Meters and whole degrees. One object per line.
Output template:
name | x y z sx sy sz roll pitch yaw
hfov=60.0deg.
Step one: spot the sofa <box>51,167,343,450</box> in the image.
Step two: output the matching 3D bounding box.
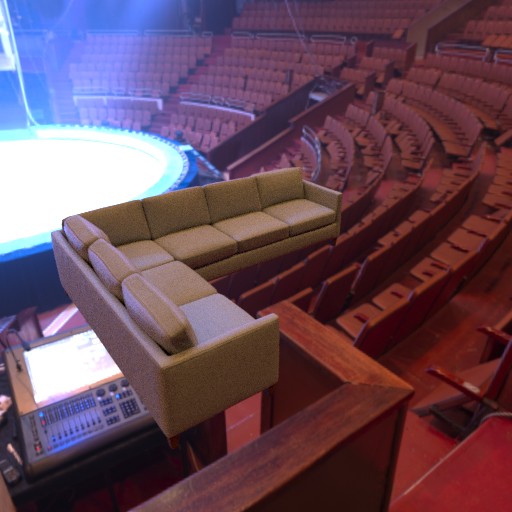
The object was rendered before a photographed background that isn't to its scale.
sofa | 0.000 0.000 4.501 3.301 0.947 2.592 -18 32 -32
